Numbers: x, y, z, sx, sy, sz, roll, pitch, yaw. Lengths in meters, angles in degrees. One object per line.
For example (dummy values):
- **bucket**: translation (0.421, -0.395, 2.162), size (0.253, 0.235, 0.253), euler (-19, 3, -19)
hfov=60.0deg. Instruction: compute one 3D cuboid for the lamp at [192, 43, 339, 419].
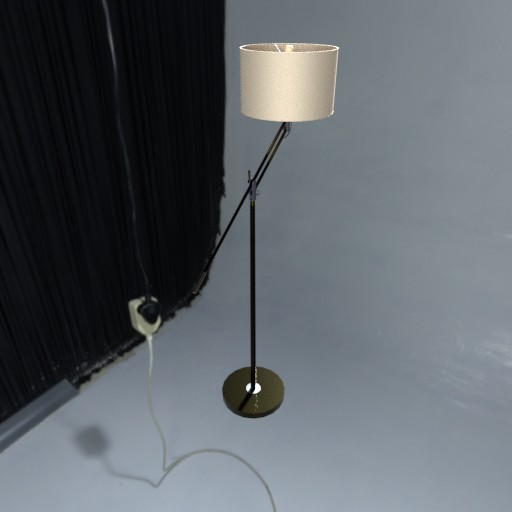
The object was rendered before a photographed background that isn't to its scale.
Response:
- **lamp**: translation (0.000, 0.000, 1.934), size (0.373, 1.635, 0.809), euler (19, 35, 30)
